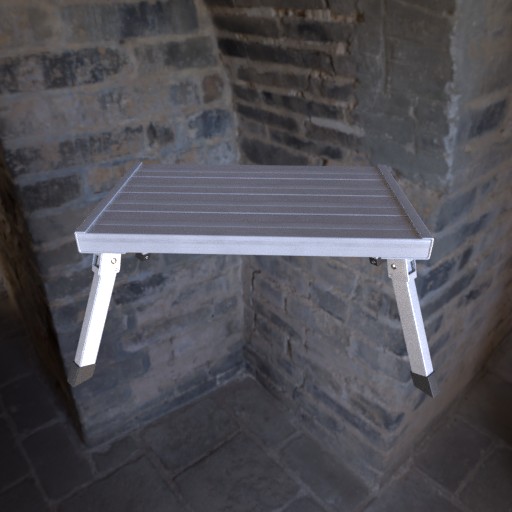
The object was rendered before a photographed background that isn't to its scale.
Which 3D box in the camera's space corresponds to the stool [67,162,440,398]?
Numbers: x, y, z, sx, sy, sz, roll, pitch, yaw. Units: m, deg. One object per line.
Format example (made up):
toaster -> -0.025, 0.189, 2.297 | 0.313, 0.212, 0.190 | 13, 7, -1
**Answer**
stool -> 0.000, 0.000, 0.736 | 0.535, 0.225, 0.385 | 1, 30, 2
